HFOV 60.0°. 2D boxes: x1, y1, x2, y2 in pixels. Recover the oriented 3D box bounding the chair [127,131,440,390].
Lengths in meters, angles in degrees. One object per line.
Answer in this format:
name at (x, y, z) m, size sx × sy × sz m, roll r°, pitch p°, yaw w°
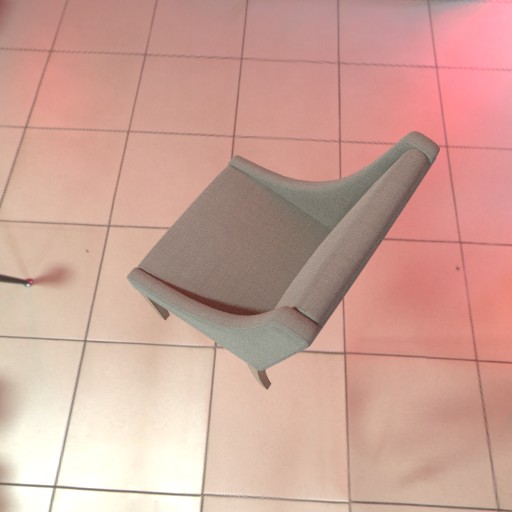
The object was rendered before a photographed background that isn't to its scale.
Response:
chair at (0.000, 0.000, 1.385) m, size 0.611 × 1.021 × 0.575 m, roll 33°, pitch 71°, yaw 14°
